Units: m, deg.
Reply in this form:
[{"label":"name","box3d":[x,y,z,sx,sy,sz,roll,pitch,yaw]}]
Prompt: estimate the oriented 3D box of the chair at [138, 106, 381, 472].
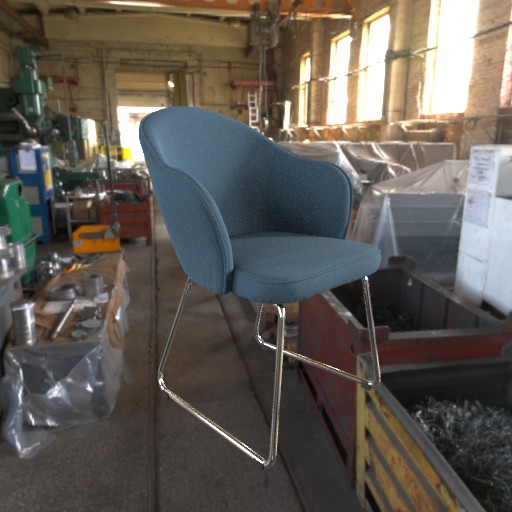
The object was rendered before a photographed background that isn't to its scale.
[{"label":"chair","box3d":[0.000,0.000,1.227,0.585,0.815,0.570,14,20,42]}]
